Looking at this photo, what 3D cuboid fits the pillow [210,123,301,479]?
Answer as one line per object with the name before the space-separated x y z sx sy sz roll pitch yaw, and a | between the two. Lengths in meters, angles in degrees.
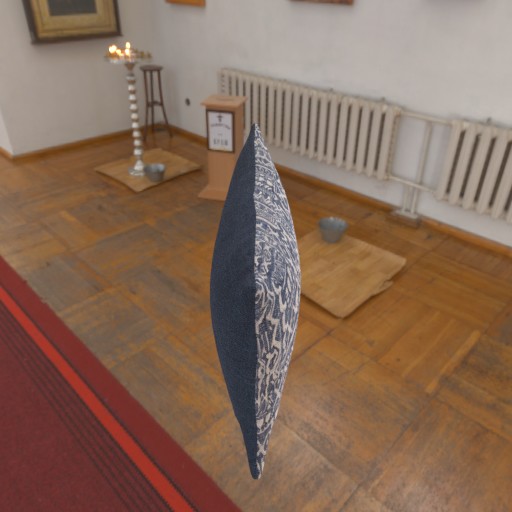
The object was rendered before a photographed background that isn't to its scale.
pillow | 0.000 0.000 0.761 0.148 0.292 0.631 0 31 0
